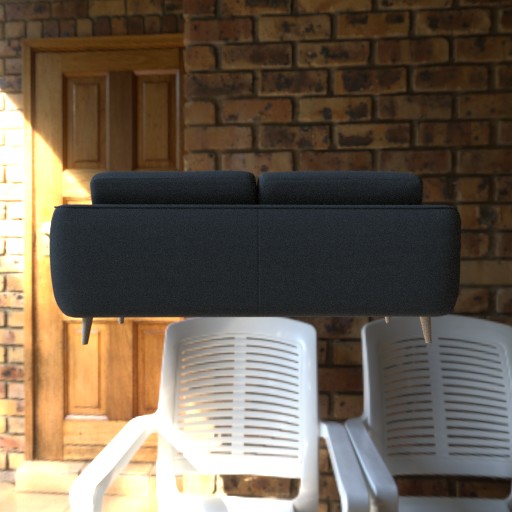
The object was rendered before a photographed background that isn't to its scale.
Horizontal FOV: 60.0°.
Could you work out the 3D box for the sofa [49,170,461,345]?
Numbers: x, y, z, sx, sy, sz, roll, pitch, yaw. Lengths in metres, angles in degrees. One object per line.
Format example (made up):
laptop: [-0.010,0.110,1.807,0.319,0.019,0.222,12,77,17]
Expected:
sofa: [0.000,0.000,2.471,2.000,0.850,0.920,0,1,-1]
